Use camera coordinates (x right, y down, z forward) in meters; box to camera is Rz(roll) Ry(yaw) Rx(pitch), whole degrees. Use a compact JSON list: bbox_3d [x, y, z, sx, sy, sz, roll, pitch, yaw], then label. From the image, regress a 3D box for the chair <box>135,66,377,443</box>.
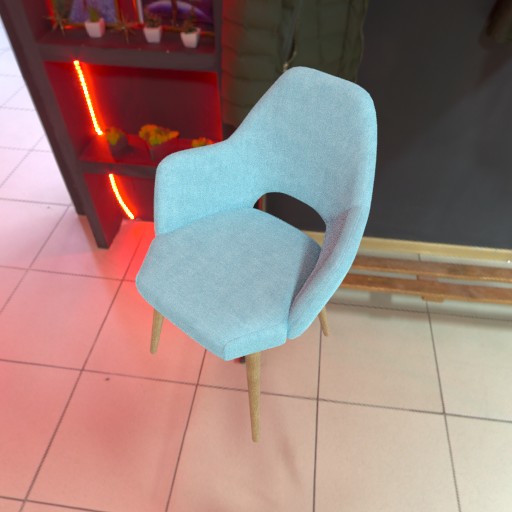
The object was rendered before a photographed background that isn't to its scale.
[{"bbox_3d":[0.000,0.000,1.250,0.590,0.840,0.610,32,55,26],"label":"chair"}]
